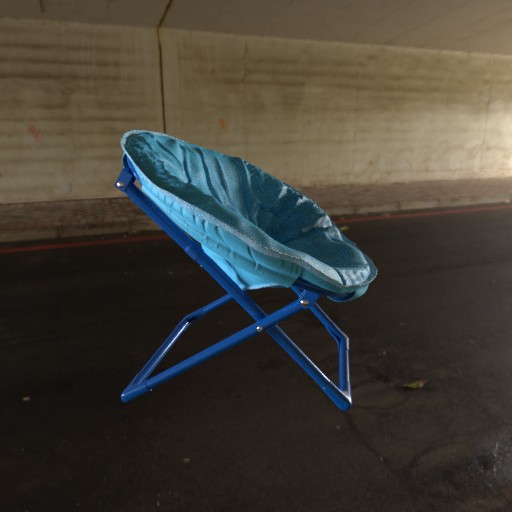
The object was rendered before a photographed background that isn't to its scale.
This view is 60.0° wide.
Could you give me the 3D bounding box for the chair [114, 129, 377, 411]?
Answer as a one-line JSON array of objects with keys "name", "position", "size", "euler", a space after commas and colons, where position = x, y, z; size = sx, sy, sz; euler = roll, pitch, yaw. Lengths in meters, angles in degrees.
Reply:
[{"name": "chair", "position": [0.000, 0.000, 0.872], "size": [0.465, 0.478, 0.520], "euler": [3, 16, 10]}]
